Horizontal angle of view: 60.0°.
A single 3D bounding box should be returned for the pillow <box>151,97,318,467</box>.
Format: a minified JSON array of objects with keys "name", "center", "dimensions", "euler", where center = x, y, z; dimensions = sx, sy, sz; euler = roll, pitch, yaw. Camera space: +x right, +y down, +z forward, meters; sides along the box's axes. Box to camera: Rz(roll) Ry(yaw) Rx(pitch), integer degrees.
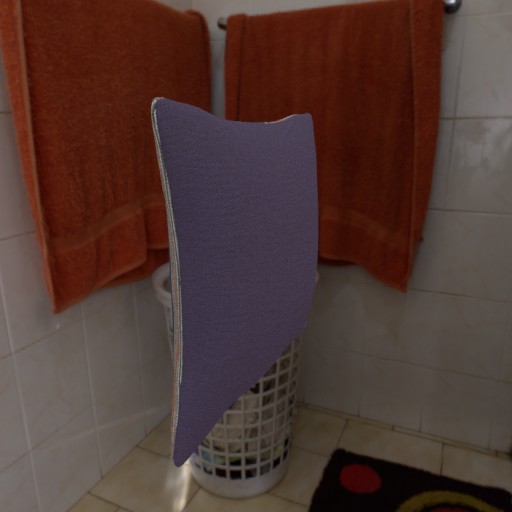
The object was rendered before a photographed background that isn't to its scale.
[{"name":"pillow","center":[0.000,0.000,0.655],"dimensions":[0.136,0.419,0.437],"euler":[8,18,26]}]
